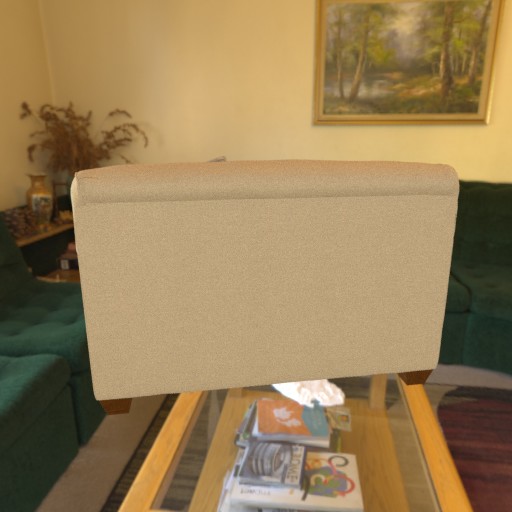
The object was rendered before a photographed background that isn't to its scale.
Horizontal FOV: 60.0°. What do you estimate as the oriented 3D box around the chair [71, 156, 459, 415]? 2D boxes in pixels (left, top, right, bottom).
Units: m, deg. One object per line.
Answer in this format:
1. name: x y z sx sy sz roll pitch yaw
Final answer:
1. chair: 0.000 0.000 2.079 1.383 0.948 1.000 -3 16 -9
